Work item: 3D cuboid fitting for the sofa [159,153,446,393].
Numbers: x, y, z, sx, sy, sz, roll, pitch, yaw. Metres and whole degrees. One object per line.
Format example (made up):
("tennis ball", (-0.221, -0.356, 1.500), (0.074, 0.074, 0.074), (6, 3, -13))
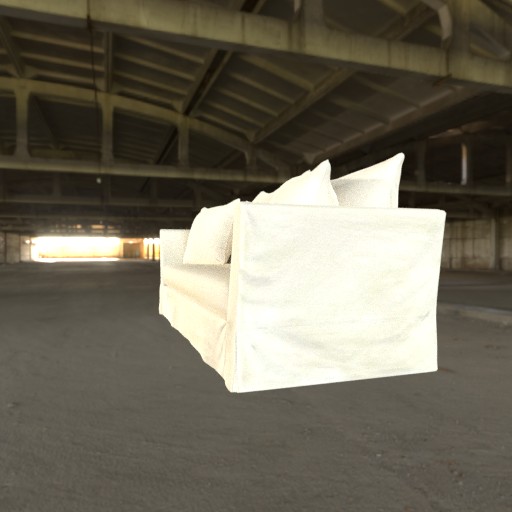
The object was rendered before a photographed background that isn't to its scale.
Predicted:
("sofa", (0.000, 0.000, 3.009), (1.030, 1.042, 2.484), (0, 1, -19))
